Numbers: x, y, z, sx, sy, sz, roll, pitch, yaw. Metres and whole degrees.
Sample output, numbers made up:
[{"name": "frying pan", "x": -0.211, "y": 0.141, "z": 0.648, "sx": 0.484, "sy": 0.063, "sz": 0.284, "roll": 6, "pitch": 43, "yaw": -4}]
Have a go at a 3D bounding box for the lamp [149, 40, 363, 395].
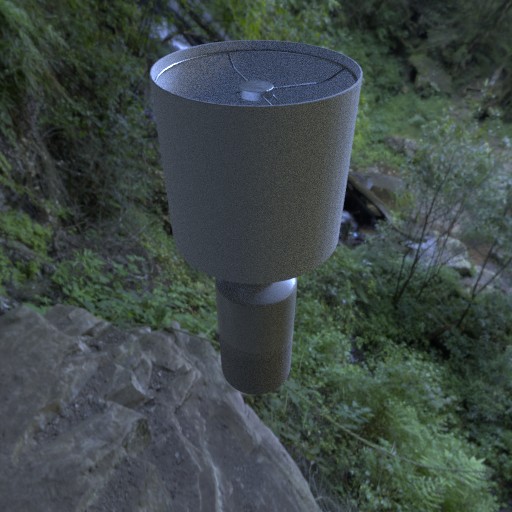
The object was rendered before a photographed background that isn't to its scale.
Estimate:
[{"name": "lamp", "x": 0.000, "y": 0.000, "z": 0.603, "sx": 0.212, "sy": 0.493, "sz": 0.212, "roll": -13, "pitch": 41, "yaw": -15}]
